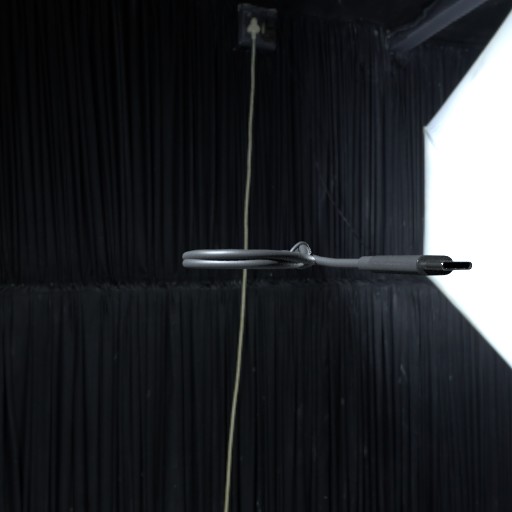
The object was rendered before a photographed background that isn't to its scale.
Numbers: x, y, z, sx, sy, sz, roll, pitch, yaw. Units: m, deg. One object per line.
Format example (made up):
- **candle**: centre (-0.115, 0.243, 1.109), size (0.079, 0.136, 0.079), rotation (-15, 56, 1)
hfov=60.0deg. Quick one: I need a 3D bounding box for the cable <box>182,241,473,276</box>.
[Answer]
- **cable**: centre (0.000, 0.000, 0.207), size (0.070, 0.014, 0.192), rotation (0, 0, -19)
